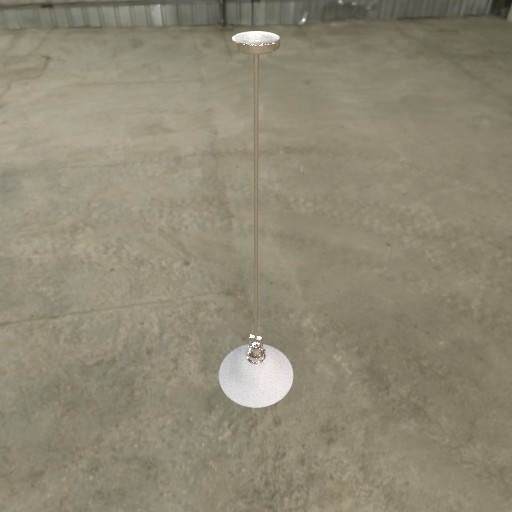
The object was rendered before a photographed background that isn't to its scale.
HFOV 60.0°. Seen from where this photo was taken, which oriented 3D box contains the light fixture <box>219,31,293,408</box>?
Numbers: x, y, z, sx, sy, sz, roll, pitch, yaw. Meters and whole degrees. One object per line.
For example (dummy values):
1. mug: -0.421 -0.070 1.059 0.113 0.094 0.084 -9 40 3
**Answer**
1. light fixture: 0.000 0.000 1.483 0.324 1.354 0.324 13 43 15
